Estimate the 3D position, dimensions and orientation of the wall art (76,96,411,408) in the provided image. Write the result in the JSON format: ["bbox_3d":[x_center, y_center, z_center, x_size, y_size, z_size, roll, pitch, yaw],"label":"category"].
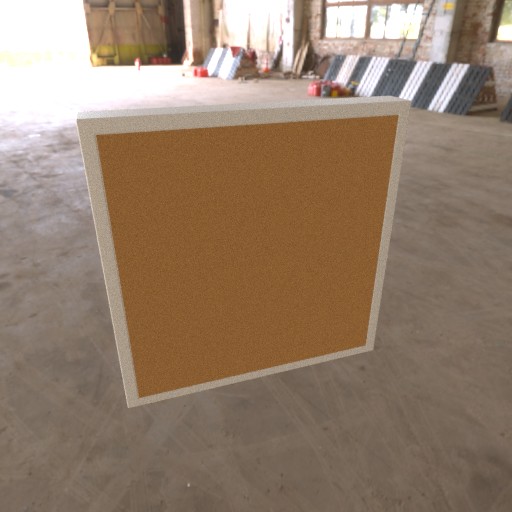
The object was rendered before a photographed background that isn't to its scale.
[{"bbox_3d":[0.000,0.000,0.470,0.305,0.305,0.037,-9,29,-16],"label":"wall art"}]
